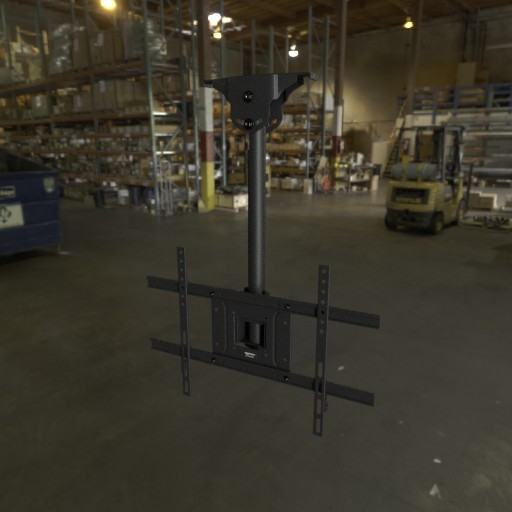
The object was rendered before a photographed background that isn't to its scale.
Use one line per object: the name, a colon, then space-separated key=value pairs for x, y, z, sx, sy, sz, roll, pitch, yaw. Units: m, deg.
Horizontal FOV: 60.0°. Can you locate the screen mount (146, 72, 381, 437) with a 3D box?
screen mount: x=0.000 y=0.000 z=1.026 sx=0.595 sy=0.775 sz=0.090 roll=7 pitch=16 yaw=27
